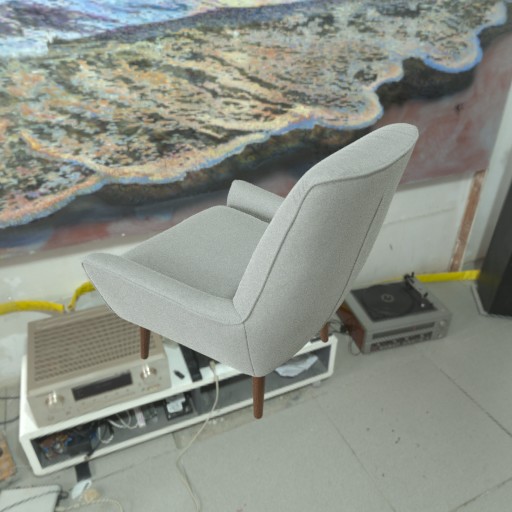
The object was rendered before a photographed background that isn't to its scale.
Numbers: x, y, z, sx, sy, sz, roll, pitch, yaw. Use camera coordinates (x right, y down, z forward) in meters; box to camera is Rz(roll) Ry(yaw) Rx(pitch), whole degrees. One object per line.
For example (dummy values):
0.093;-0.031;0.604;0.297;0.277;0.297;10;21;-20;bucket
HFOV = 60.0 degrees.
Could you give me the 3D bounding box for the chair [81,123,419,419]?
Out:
0.000;0.000;1.449;0.822;0.888;0.787;22;38;30;chair
